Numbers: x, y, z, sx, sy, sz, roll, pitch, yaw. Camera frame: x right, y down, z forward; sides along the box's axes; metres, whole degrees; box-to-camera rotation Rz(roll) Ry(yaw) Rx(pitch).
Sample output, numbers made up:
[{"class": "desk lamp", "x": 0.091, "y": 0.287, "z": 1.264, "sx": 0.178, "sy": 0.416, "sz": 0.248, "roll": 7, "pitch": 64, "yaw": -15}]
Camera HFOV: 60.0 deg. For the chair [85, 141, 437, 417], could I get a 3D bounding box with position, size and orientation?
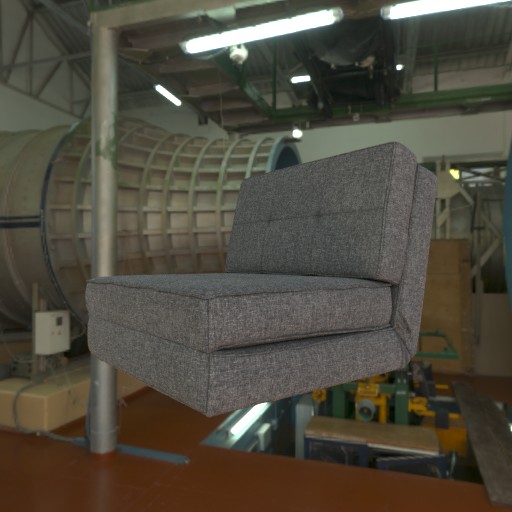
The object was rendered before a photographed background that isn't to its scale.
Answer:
[{"class": "chair", "x": 0.000, "y": 0.000, "z": 1.326, "sx": 0.800, "sy": 0.615, "sz": 0.740, "roll": 0, "pitch": -1, "yaw": -37}]
